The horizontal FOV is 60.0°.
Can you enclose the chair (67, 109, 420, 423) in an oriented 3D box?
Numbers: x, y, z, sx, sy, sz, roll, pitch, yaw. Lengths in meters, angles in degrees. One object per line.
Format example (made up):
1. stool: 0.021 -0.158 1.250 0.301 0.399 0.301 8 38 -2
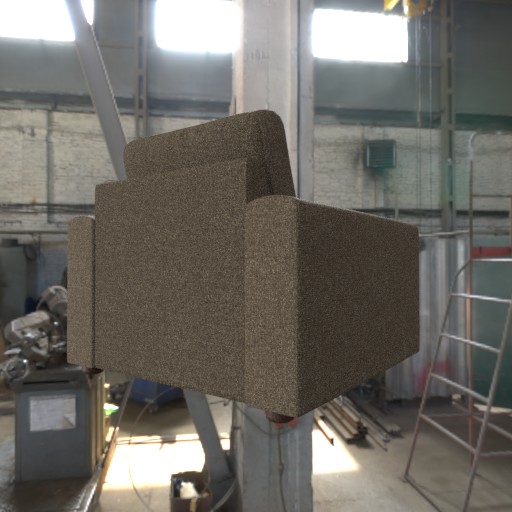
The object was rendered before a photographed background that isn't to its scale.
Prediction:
1. chair: 0.000 0.000 1.754 1.005 0.873 1.016 -1 -1 36
